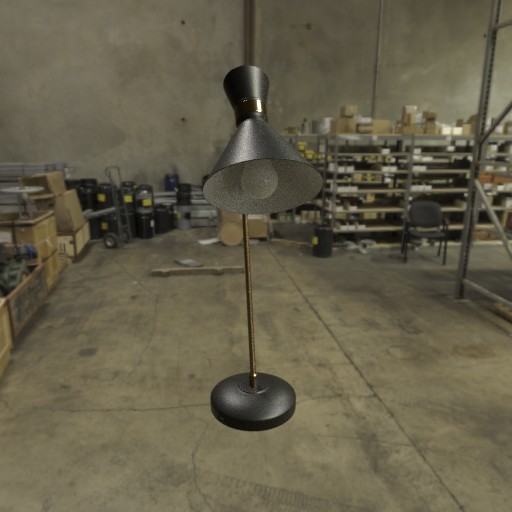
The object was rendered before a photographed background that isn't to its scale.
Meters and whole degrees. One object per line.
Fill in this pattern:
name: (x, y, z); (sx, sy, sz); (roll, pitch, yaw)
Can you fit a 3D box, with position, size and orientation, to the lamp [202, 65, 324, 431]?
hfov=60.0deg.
lamp: (0.000, 0.000, 0.791); (0.189, 0.647, 0.292); (-2, 15, -9)
